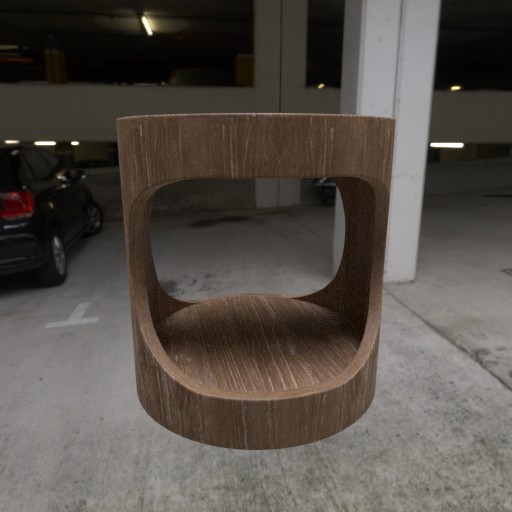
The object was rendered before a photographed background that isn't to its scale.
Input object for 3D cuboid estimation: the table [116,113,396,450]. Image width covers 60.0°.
[{"bbox_3d":[0.000,0.000,0.943,0.527,0.551,0.527,0,15,0],"label":"table"}]
